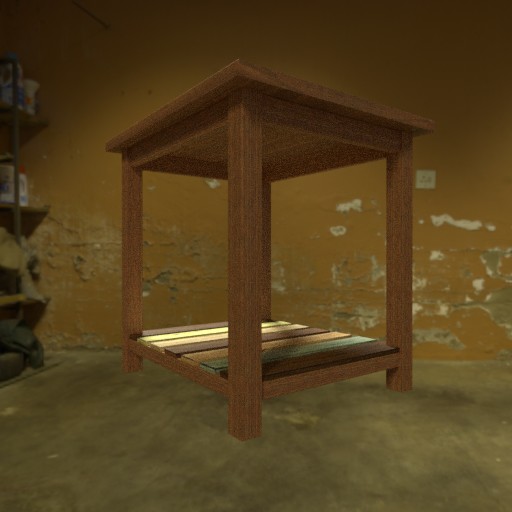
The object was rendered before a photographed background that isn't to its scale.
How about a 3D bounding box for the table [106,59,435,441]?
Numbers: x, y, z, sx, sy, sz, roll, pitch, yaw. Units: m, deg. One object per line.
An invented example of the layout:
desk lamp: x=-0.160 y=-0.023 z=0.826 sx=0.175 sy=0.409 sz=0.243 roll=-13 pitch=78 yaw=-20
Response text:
table: x=0.000 y=0.000 z=1.143 sx=0.559 sy=0.635 sz=0.660 roll=0 pitch=0 yaw=-37
